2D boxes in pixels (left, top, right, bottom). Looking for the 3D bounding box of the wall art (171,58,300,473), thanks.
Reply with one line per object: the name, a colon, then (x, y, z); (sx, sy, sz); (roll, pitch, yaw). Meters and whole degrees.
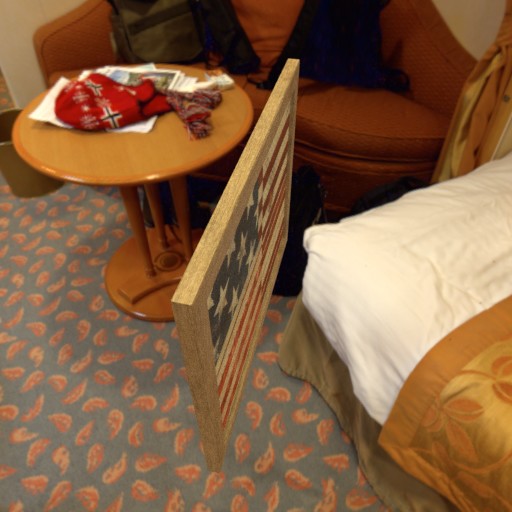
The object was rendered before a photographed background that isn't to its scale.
wall art: (0.000, 0.000, 0.917); (0.026, 0.535, 0.690); (10, 47, 10)
